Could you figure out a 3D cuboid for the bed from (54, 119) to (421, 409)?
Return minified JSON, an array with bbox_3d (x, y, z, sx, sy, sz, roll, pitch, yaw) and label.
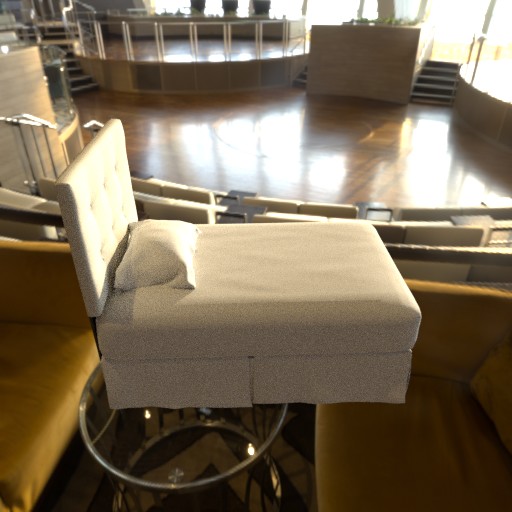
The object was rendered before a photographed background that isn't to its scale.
[{"bbox_3d":[0.000,0.000,3.006,1.997,1.571,1.261,-1,32,-2],"label":"bed"}]
